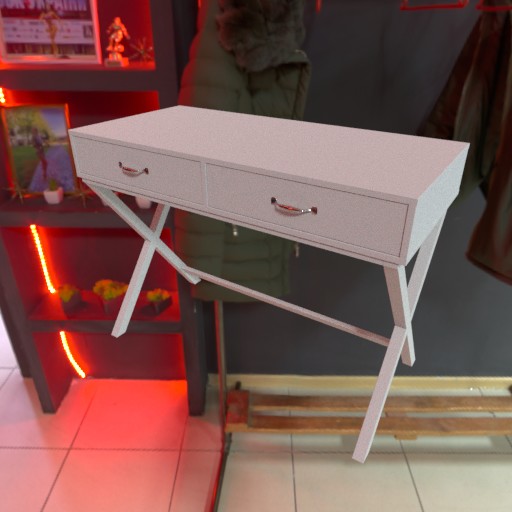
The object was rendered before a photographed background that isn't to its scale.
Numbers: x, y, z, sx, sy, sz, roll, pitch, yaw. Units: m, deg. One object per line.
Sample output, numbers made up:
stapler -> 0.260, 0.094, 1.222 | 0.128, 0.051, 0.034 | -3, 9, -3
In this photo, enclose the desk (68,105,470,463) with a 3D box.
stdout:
desk -> 0.000, 0.000, 1.462 | 1.057, 0.780, 0.525 | 17, 33, 29
